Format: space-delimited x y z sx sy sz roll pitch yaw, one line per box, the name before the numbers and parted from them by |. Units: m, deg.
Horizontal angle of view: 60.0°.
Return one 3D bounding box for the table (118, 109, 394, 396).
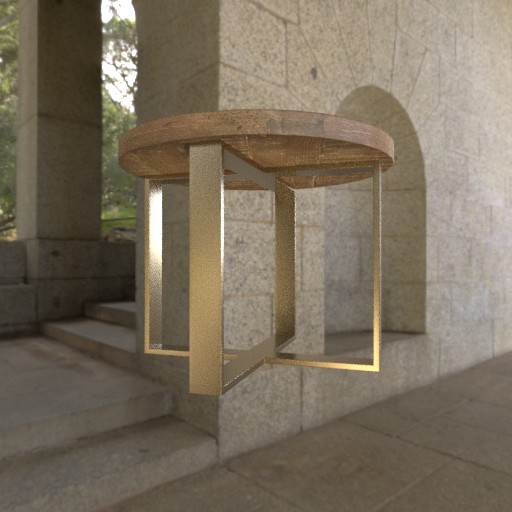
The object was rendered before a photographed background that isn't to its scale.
table | 0.000 0.000 0.939 0.557 0.437 0.557 0 0 0
